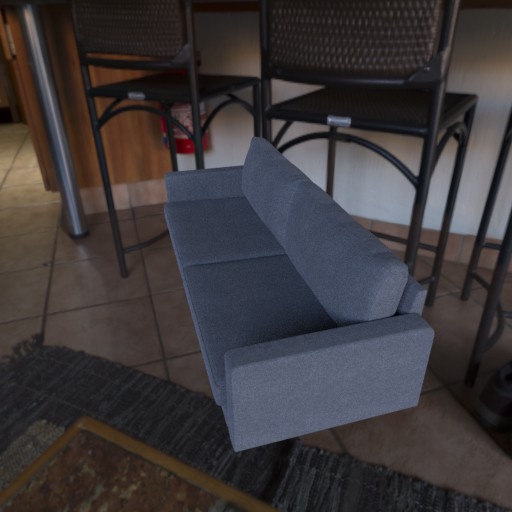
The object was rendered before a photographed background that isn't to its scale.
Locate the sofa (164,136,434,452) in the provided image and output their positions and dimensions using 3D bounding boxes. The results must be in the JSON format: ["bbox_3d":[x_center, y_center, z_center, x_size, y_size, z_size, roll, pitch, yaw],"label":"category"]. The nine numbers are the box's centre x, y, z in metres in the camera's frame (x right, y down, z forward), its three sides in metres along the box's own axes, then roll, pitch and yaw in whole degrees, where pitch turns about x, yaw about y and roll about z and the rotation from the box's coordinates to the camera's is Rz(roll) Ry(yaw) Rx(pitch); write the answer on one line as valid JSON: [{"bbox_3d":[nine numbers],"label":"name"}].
[{"bbox_3d":[0.000,0.000,2.593,0.880,0.880,2.100,-8,31,-14],"label":"sofa"}]
